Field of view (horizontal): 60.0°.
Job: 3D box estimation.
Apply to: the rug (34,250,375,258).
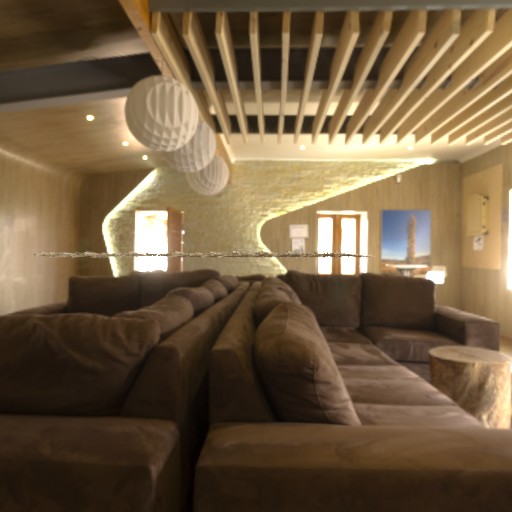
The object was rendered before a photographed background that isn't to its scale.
[{"bbox_3d":[0.000,0.000,2.513,1.224,0.028,2.023,0,0,18],"label":"rug"}]
